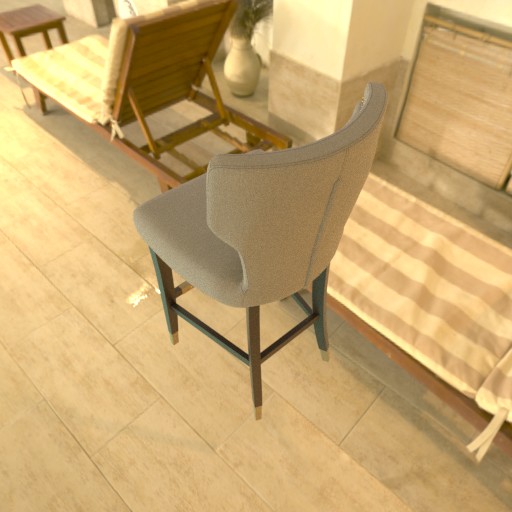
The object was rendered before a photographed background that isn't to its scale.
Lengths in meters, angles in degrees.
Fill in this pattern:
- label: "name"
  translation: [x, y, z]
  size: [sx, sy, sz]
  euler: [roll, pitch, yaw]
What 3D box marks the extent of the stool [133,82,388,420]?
- label: "stool"
  translation: [0.000, 0.000, 1.399]
  size: [0.526, 1.092, 0.563]
  euler: [-32, 54, -27]
